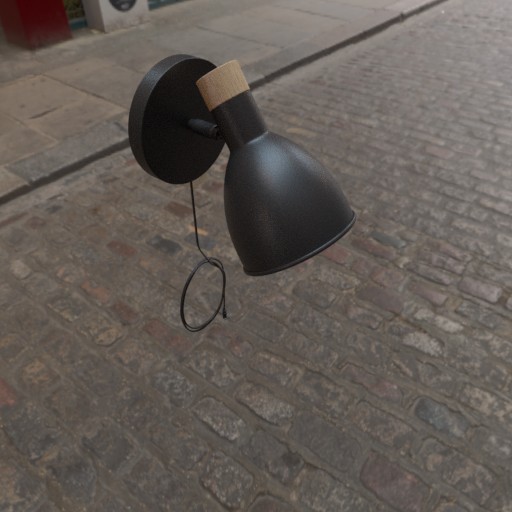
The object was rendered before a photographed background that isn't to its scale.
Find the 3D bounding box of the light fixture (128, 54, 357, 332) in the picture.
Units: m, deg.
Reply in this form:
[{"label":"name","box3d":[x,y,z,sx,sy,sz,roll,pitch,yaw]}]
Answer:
[{"label":"light fixture","box3d":[0.000,0.000,0.491,0.203,0.401,0.127,27,48,28]}]
